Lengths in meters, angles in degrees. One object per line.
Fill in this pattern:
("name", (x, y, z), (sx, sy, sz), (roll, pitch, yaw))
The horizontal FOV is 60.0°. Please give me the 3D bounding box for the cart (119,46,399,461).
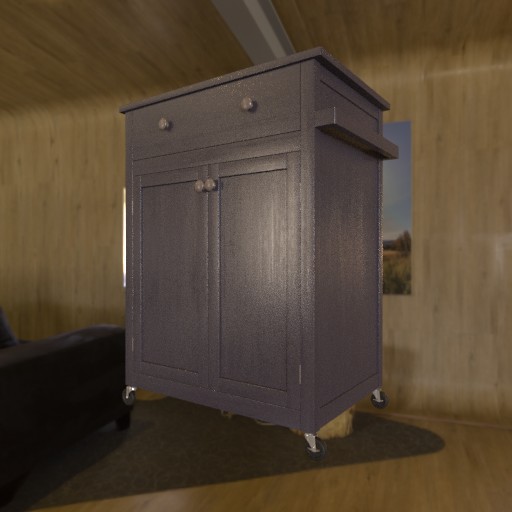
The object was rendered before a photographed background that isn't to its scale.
("cart", (0.000, 0.000, 1.280), (0.690, 0.878, 0.449), (0, 0, 35))
